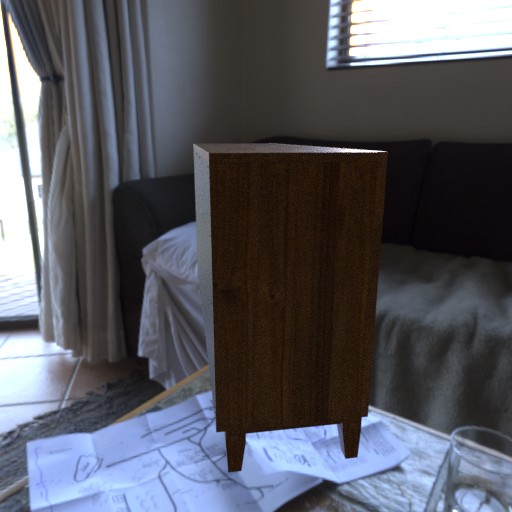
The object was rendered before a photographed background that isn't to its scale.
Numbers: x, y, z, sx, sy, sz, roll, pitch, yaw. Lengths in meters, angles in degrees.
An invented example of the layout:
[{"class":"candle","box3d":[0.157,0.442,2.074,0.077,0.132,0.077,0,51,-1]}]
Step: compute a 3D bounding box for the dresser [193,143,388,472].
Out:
[{"class":"dresser","box3d":[0.000,0.000,1.814,0.446,0.873,1.400,-2,15,-9]}]
